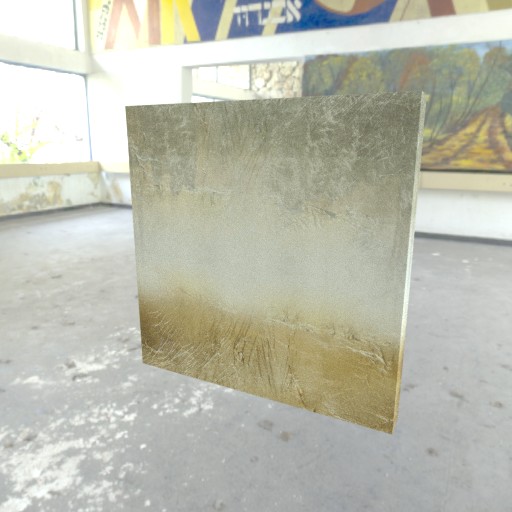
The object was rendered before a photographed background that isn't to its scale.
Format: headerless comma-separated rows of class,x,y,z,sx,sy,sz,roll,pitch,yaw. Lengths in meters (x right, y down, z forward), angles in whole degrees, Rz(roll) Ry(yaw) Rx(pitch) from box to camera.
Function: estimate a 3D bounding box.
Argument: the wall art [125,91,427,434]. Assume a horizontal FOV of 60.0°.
wall art,0.000,0.000,0.614,0.405,0.407,0.038,7,16,27
